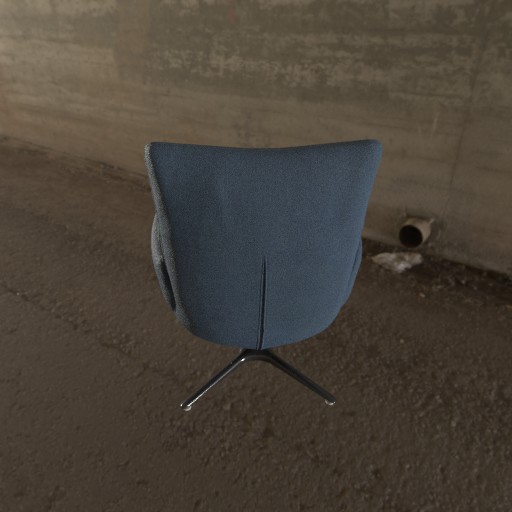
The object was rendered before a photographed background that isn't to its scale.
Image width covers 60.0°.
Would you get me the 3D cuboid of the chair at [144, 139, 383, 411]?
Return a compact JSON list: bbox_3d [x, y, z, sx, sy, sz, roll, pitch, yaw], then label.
[{"bbox_3d":[0.000,0.000,1.560,0.711,1.016,0.889,-1,30,-2],"label":"chair"}]
